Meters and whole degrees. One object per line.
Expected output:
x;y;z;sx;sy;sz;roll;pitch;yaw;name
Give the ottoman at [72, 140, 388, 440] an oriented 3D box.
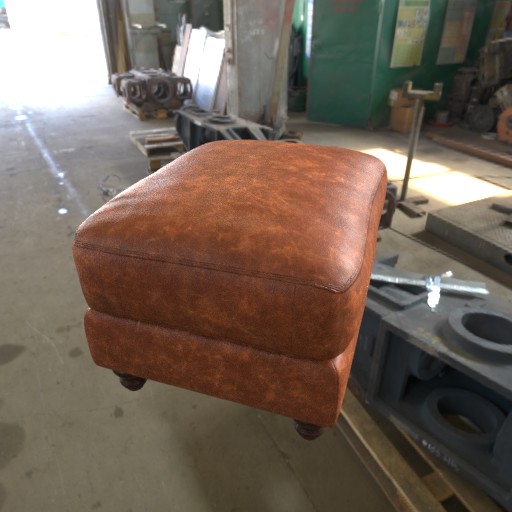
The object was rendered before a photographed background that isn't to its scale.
0.000;0.000;1.277;0.657;0.562;0.832;9;31;16;ottoman
